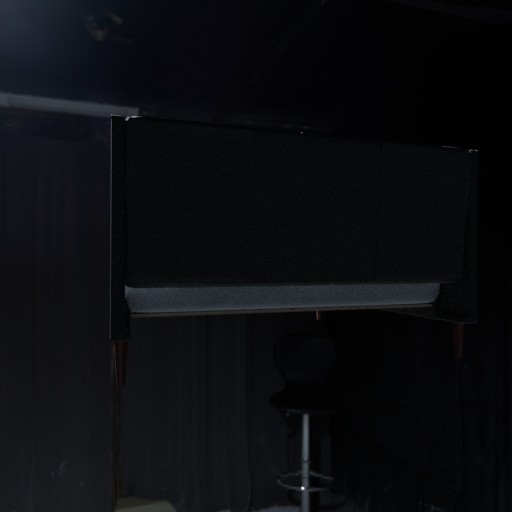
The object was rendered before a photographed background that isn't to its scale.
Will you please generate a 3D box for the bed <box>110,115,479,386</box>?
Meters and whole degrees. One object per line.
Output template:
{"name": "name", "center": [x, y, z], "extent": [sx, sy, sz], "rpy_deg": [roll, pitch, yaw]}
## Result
{"name": "bed", "center": [0.000, 0.000, 2.470], "extent": [1.531, 0.933, 1.638], "rpy_deg": [0, -1, -18]}
